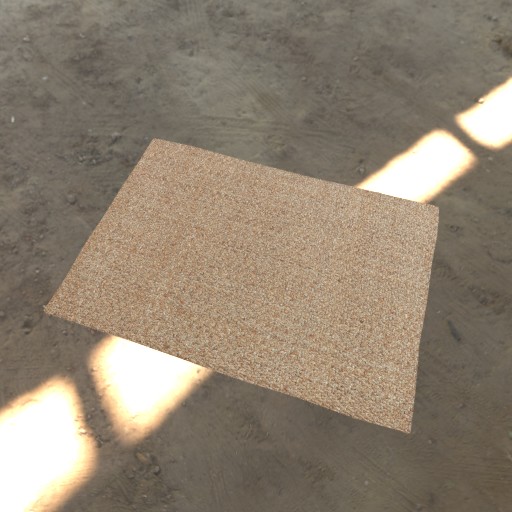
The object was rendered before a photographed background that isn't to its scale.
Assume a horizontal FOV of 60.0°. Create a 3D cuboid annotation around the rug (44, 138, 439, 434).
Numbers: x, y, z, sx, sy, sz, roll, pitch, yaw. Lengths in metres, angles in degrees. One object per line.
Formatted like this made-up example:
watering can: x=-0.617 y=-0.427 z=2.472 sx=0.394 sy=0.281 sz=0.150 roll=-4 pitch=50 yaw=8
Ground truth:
rug: x=0.000 y=0.000 z=2.795 sx=2.141 sy=0.013 sz=1.566 roll=15 pitch=58 yaw=10
